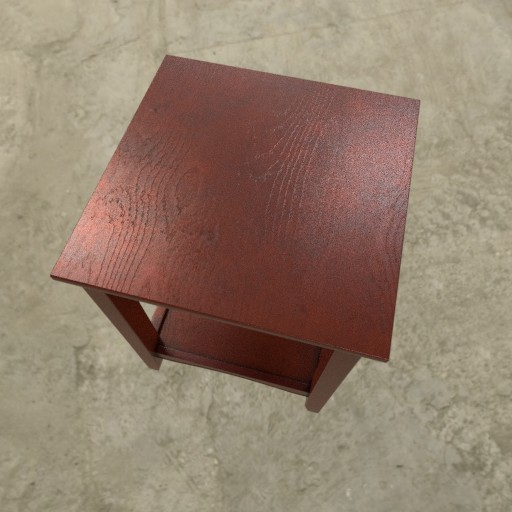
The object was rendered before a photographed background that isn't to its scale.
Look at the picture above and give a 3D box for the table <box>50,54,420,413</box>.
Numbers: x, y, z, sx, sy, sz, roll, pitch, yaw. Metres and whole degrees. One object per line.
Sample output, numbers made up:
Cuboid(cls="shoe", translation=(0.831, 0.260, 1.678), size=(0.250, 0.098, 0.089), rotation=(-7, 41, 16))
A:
Cuboid(cls="table", translation=(0.000, 0.000, 0.983), size=(0.522, 0.558, 0.523), rotation=(15, 63, 8))
